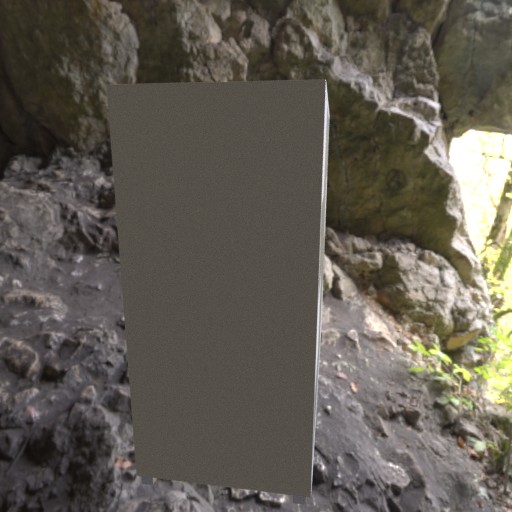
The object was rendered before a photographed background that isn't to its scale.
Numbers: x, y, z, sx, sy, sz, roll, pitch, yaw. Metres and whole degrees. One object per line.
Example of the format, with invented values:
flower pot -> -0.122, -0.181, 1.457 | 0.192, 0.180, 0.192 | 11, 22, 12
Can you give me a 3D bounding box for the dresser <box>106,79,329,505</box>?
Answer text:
dresser -> 0.000, 0.000, 1.547 | 0.460, 1.000, 1.100 | 2, 14, 9
